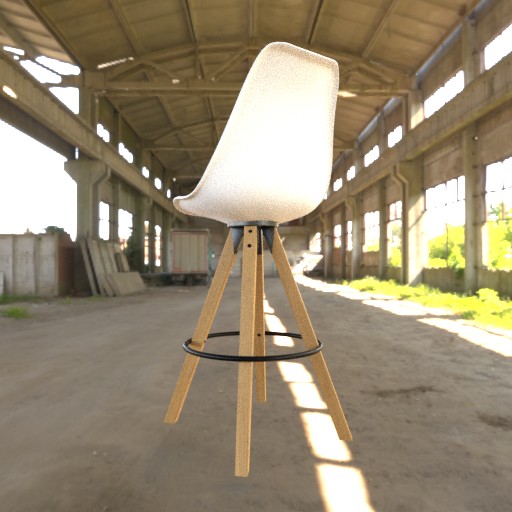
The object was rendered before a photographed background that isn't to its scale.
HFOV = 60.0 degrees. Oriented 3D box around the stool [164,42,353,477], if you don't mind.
[{"bbox_3d":[0.000,0.000,1.415,0.482,1.115,0.549,0,-1,-35],"label":"stool"}]
